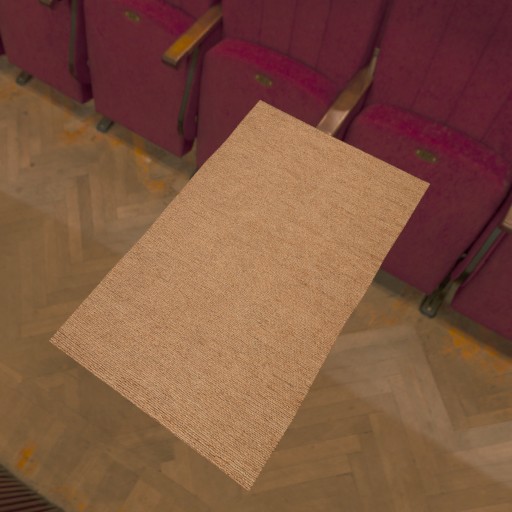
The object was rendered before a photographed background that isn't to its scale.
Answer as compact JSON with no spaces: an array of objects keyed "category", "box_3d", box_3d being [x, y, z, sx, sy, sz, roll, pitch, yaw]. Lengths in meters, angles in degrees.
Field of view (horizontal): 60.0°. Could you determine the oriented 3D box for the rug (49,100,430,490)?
[{"category":"rug","box_3d":[0.000,0.000,3.062,1.533,0.011,2.439,31,68,14]}]
